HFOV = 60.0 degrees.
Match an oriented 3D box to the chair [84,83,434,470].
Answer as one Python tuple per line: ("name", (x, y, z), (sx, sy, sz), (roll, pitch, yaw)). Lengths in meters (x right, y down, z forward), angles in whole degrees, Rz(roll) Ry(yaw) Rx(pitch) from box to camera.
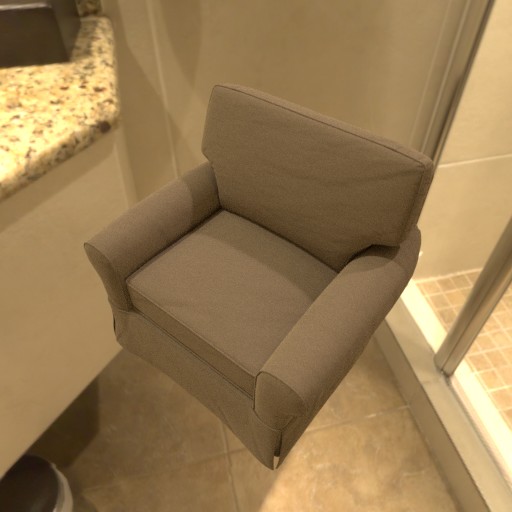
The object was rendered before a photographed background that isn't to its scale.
("chair", (0.000, 0.000, 1.839), (1.135, 1.017, 0.988), (30, 53, 26))
